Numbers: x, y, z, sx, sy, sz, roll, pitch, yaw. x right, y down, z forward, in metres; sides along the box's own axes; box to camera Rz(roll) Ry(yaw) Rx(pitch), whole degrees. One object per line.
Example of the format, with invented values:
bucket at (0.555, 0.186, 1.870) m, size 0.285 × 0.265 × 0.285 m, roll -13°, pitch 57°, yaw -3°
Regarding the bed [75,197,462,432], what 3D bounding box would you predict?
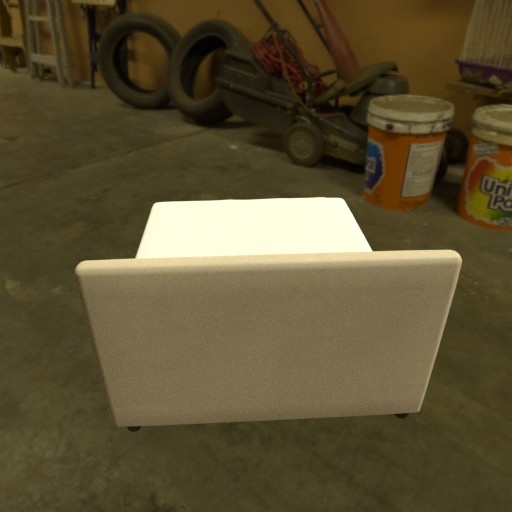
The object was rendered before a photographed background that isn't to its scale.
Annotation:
bed at (0.000, 0.000, 3.591) m, size 2.119 × 1.317 × 2.319 m, roll -2°, pitch 31°, yaw -3°
